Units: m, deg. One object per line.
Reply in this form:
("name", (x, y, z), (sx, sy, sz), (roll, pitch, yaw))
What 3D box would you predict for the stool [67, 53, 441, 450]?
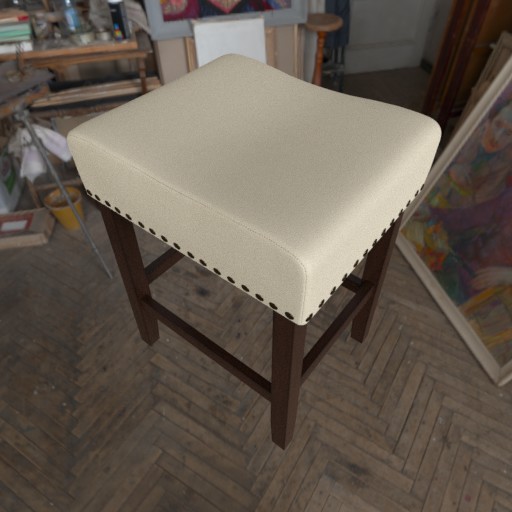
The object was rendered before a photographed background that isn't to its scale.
("stool", (0.000, 0.000, 0.915), (0.471, 0.609, 0.401), (30, 53, 25))
